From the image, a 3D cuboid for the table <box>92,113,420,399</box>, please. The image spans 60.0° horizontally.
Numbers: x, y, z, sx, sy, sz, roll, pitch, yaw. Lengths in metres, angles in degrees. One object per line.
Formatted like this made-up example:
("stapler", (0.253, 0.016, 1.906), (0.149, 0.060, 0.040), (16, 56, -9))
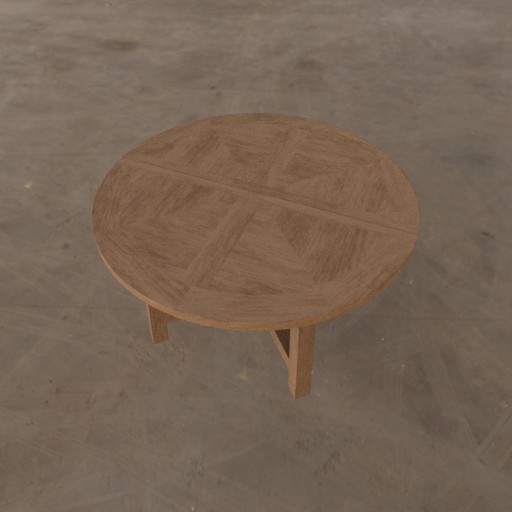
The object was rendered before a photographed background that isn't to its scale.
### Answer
("table", (0.000, 0.000, 2.109), (1.319, 0.762, 1.319), (0, 46, 0))
